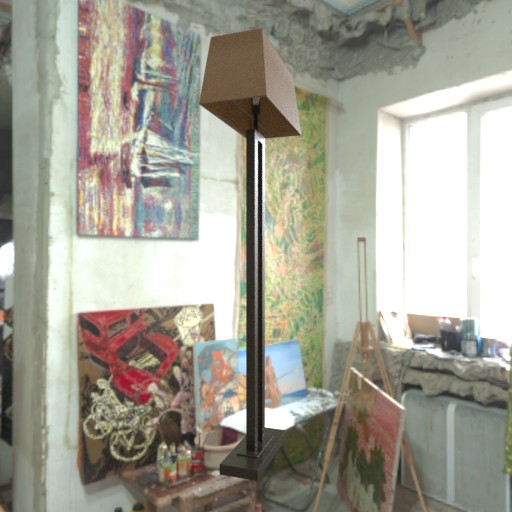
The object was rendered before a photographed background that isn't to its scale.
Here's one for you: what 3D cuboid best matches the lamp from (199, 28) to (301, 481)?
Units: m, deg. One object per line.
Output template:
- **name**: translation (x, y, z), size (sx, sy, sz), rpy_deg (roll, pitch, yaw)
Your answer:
- **lamp**: translation (0.000, 0.000, 1.637), size (0.233, 1.469, 0.475), rpy_deg (0, 0, 19)
